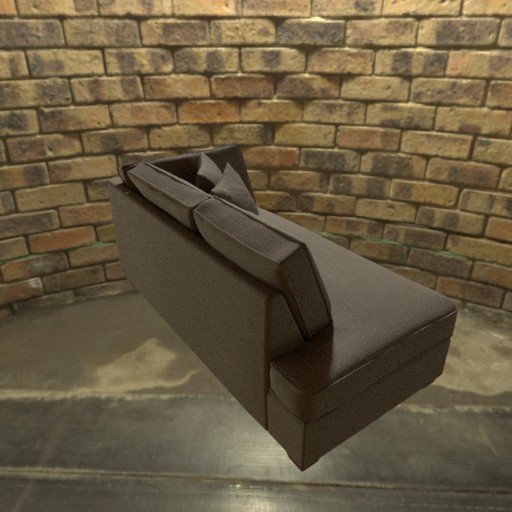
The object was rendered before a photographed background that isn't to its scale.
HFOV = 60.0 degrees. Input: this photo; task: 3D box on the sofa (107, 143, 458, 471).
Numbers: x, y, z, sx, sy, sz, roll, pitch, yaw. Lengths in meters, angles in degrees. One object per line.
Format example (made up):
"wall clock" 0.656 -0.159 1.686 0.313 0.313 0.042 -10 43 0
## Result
"sofa" 0.000 0.000 2.821 1.110 1.033 2.237 -18 32 -31
